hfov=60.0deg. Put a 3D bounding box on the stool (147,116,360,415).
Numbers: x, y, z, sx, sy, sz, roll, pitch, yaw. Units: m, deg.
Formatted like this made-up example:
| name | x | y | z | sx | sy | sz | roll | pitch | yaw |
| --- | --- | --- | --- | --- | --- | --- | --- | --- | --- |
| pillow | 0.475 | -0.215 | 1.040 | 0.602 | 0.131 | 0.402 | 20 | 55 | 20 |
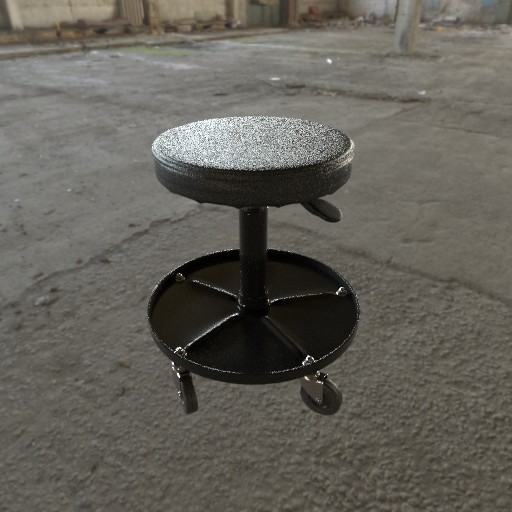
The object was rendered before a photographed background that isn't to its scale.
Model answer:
| name | x | y | z | sx | sy | sz | roll | pitch | yaw |
| --- | --- | --- | --- | --- | --- | --- | --- | --- | --- |
| stool | 0.000 | 0.000 | 0.688 | 0.382 | 0.365 | 0.381 | 21 | 36 | 31 |
